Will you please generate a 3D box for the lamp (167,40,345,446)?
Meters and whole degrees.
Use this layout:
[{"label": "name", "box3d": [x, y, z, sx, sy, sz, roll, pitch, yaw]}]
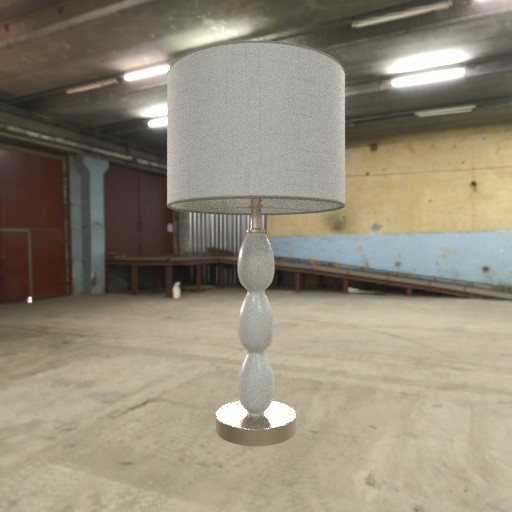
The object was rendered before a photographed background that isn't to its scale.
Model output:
[{"label": "lamp", "box3d": [0.000, 0.000, 0.713, 0.280, 0.559, 0.282, -1, 1, -35]}]
